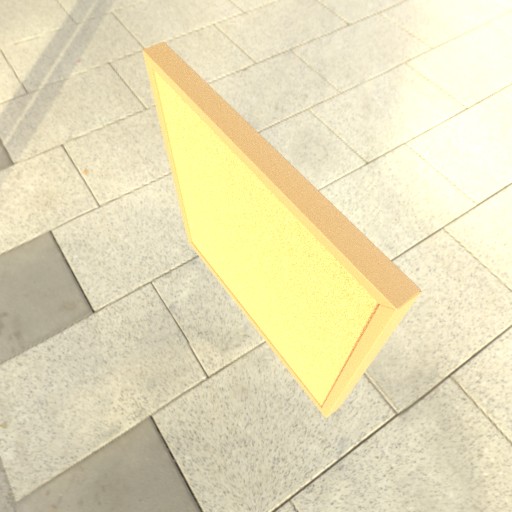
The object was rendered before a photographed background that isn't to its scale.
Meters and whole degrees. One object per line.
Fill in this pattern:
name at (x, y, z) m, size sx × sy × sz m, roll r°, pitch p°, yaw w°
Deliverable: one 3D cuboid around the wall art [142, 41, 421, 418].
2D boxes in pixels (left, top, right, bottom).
wall art at (0.000, 0.000, 0.758) m, size 0.036 × 0.509 × 0.509 m, roll -32°, pitch 64°, yaw -18°
